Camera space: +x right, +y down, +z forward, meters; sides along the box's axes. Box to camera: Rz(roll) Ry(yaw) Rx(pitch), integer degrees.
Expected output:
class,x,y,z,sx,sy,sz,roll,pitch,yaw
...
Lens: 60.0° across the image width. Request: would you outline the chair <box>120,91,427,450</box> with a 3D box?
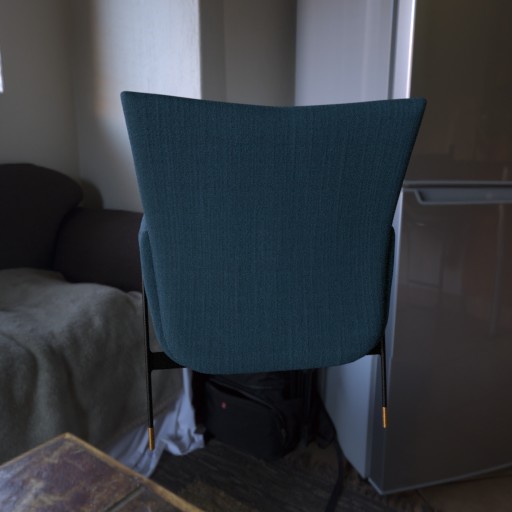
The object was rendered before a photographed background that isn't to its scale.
class,x,y,z,sx,sy,sz,roll,pitch,yaw
chair,0.000,0.000,1.377,0.678,0.859,0.769,-2,13,-9
